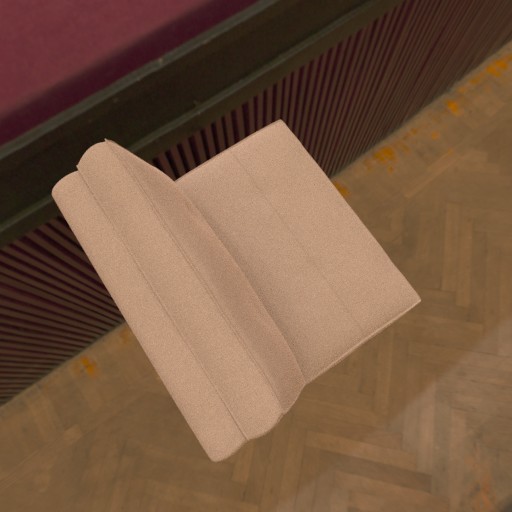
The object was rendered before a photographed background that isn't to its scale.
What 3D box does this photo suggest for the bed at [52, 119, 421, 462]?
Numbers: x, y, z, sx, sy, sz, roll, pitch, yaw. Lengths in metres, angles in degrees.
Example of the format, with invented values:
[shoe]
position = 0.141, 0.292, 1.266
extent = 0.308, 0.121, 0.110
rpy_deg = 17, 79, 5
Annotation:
[bed]
position = 0.000, 0.000, 1.317
extent = 0.749, 0.614, 0.799
rpy_deg = -33, 78, -8
